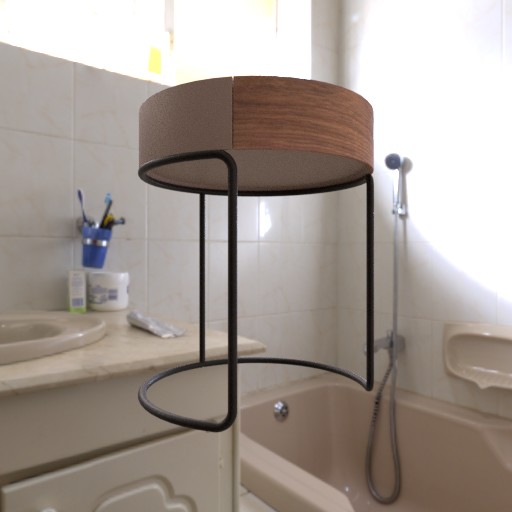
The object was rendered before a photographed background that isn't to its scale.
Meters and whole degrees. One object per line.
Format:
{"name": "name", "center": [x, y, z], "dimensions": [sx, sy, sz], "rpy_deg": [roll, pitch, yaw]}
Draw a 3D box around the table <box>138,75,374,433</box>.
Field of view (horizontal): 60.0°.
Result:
{"name": "table", "center": [0.000, 0.000, 0.873], "dimensions": [0.450, 0.530, 0.450], "rpy_deg": [0, 0, 0]}
